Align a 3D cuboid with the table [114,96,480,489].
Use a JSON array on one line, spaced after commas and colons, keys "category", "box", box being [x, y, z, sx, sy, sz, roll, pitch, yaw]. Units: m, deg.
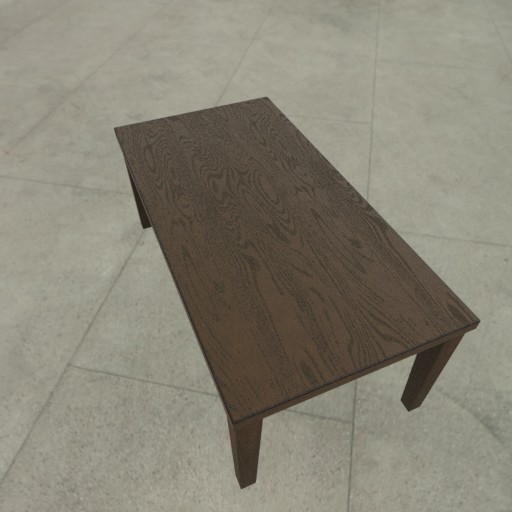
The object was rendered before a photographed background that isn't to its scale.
[{"category": "table", "box": [0.000, 0.000, 2.453, 1.016, 0.762, 1.981, -17, 48, -16]}]
